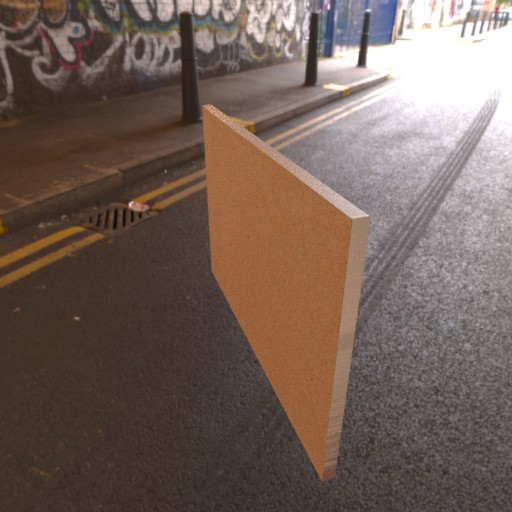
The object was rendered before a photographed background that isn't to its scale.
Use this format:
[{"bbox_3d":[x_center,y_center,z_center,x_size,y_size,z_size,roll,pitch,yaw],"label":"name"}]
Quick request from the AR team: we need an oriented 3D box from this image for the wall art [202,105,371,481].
[{"bbox_3d":[0.000,0.000,0.787,0.021,0.410,0.615,-10,31,-17],"label":"wall art"}]
